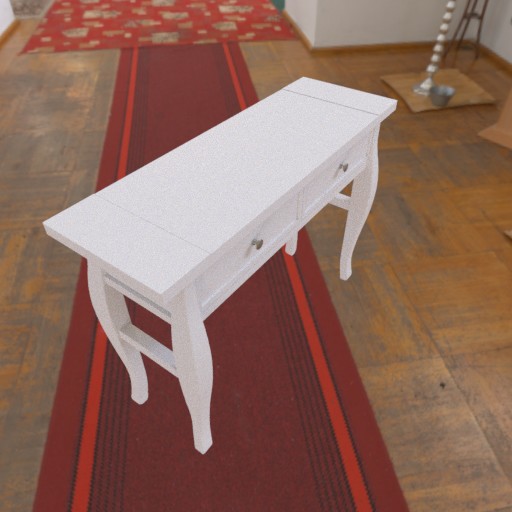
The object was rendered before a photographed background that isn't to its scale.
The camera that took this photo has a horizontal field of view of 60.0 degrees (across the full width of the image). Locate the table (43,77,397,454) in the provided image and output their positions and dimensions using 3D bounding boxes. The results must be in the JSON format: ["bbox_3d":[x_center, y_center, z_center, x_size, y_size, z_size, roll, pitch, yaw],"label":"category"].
[{"bbox_3d":[0.000,0.000,1.444,0.373,0.768,1.062,26,48,26],"label":"table"}]
